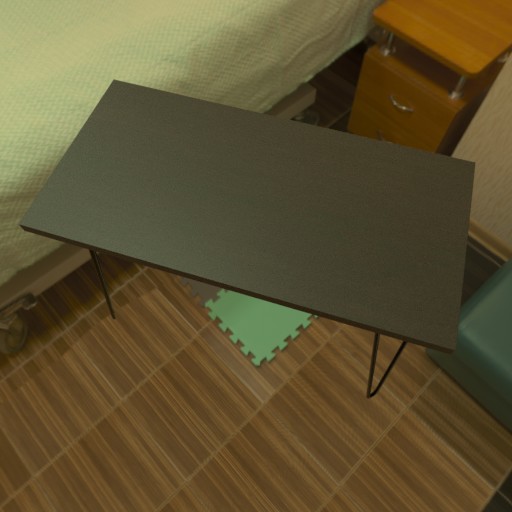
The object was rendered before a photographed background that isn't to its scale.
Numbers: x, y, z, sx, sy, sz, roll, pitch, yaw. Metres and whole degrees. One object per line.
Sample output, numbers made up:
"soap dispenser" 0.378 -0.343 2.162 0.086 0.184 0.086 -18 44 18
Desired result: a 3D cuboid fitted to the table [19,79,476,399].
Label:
"table" 0.000 0.000 1.355 0.991 0.660 0.499 15 63 8
